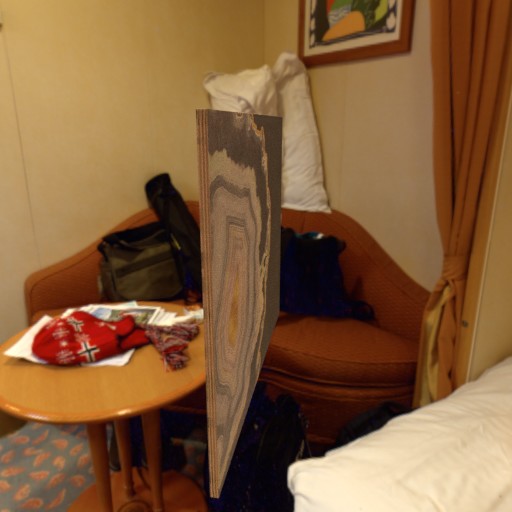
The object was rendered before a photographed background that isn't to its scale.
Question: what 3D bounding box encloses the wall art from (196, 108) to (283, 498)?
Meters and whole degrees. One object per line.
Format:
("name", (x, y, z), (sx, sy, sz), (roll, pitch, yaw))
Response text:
("wall art", (0.000, 0.000, 0.670), (0.010, 0.408, 0.508), (3, 17, 10))
